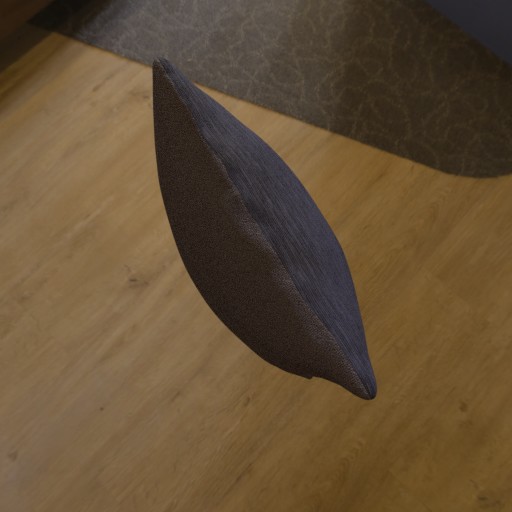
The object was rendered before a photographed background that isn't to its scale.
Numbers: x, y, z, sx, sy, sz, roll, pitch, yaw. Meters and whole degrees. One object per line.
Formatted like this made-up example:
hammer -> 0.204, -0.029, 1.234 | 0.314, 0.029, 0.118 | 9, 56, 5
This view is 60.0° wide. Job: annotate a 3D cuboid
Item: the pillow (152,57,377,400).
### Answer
pillow -> 0.000, 0.000, 0.681 | 0.204, 0.439, 0.452 | -30, 78, -7
